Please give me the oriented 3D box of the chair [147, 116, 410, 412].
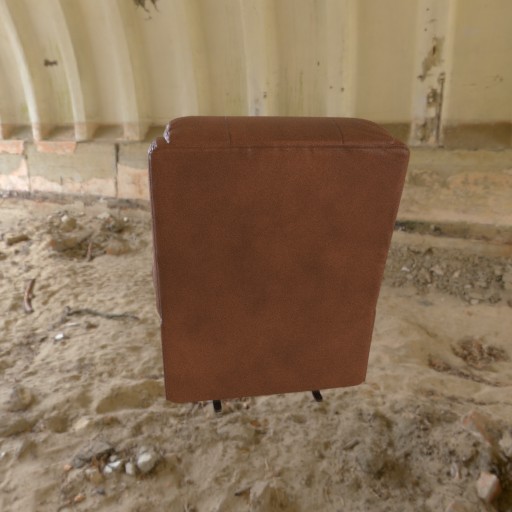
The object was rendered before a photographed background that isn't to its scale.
[{"bbox_3d":[0.000,0.000,1.802,0.838,1.054,1.014,-3,15,-10],"label":"chair"}]
